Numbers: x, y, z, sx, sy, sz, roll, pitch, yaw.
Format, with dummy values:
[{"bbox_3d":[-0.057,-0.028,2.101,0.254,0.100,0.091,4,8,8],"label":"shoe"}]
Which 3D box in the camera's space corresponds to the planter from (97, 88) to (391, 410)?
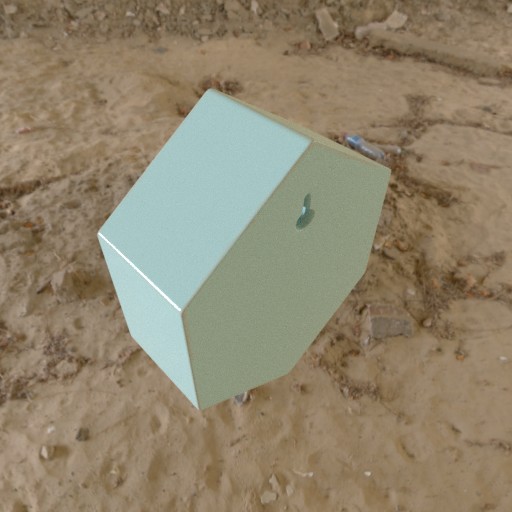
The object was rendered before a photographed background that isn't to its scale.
[{"bbox_3d":[0.000,0.000,0.298,0.169,0.207,0.078,-34,54,-29],"label":"planter"}]
